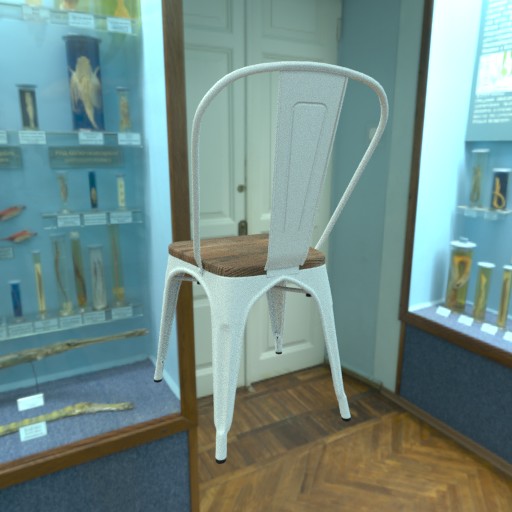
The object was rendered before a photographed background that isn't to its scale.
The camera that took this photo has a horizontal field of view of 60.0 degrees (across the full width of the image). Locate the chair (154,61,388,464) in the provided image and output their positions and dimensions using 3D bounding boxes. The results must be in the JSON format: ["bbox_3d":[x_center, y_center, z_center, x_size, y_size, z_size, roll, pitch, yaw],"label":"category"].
[{"bbox_3d":[0.000,0.000,1.147,0.452,0.851,0.521,-7,15,-26],"label":"chair"}]
